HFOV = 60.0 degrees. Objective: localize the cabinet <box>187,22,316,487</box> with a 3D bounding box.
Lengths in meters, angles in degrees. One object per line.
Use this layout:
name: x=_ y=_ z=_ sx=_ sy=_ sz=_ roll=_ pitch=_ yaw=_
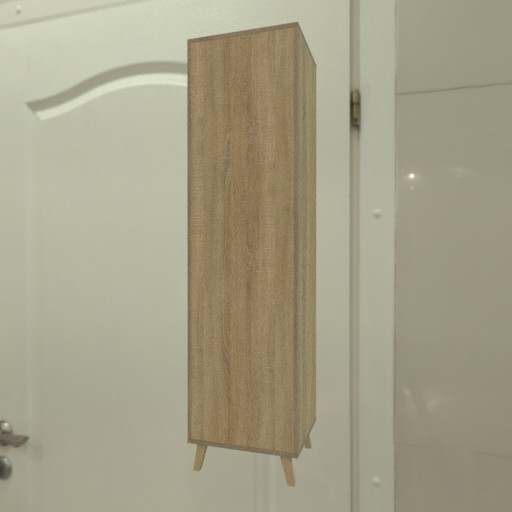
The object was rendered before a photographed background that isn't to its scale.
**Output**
cabinet: x=0.000 y=0.000 z=2.147 sx=0.510 sy=1.960 sz=0.450 roll=0 pitch=0 yaw=18
